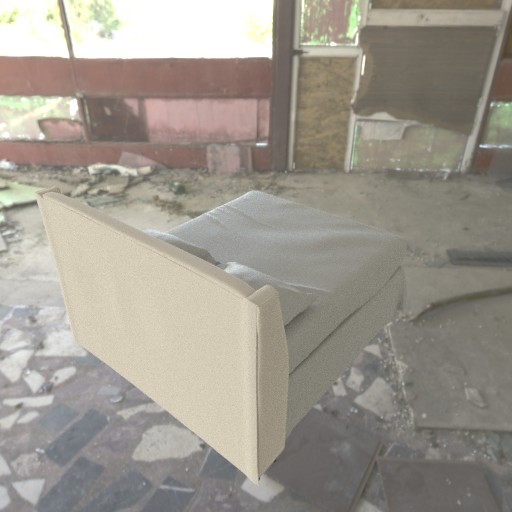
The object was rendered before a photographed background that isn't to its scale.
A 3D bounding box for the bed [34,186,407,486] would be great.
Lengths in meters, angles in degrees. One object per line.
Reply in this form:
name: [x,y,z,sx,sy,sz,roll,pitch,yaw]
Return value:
bed: [0.000,0.000,3.434,1.925,1.332,2.276,23,38,33]
